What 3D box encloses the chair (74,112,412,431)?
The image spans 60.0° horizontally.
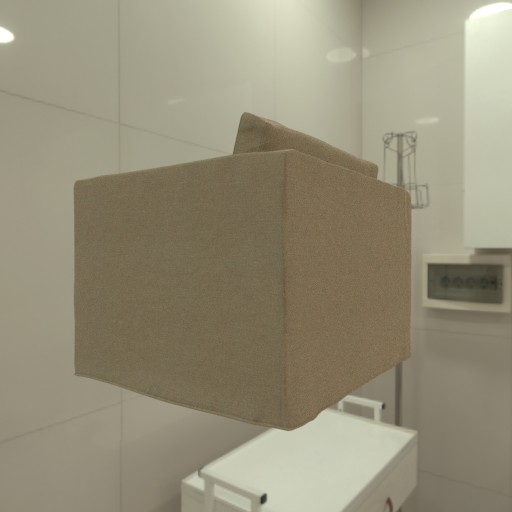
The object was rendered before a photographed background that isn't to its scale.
[{"bbox_3d":[0.000,0.000,1.761,0.949,0.863,1.057,0,1,36],"label":"chair"}]
